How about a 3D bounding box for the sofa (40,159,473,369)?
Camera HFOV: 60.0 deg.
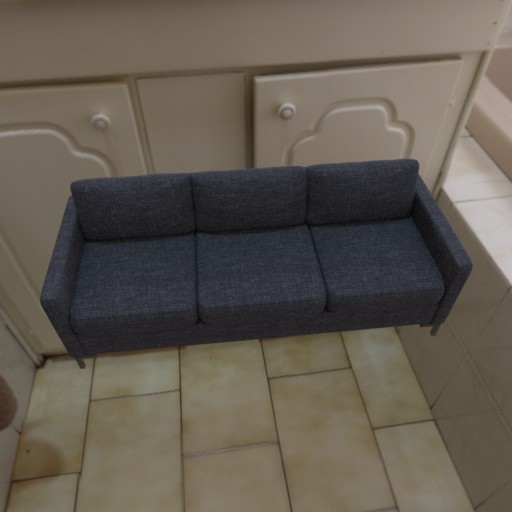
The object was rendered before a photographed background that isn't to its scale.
[{"bbox_3d":[0.000,0.000,2.664,2.218,0.874,0.859,-4,47,-4],"label":"sofa"}]
